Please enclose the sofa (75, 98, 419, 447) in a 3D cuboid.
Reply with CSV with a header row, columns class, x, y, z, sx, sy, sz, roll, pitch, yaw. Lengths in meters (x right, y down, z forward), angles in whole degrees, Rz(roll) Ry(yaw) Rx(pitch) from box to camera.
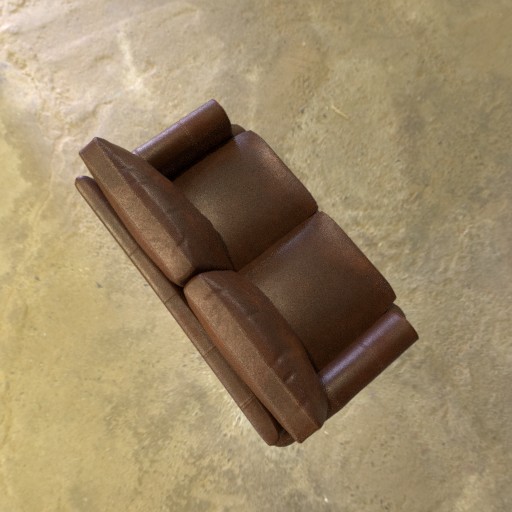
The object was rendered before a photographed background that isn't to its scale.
class,x,y,z,sx,sy,sz,roll,pitch,yaw
sofa,0.000,0.000,2.244,0.990,0.976,1.616,-38,79,-9
